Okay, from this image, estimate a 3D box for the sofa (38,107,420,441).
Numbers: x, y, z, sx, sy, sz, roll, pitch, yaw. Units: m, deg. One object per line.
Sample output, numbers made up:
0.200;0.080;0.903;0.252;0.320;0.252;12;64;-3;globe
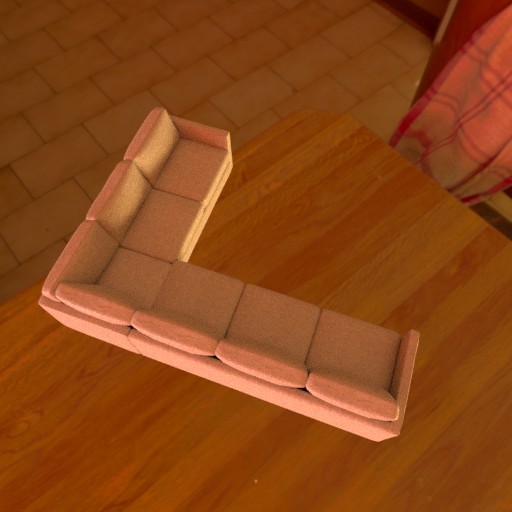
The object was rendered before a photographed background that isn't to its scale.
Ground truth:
0.000;0.000;4.469;3.333;0.934;2.522;18;64;9;sofa
